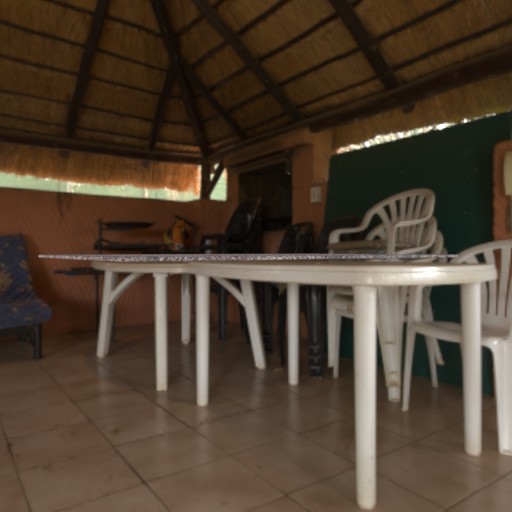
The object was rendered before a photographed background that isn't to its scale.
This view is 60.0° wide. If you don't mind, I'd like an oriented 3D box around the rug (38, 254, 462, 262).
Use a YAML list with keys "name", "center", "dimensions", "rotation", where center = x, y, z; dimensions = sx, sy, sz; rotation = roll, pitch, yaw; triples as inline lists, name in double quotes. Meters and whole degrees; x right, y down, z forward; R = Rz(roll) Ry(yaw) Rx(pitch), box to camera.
- name: "rug"
  center: [0.000, 0.000, 2.867]
  dimensions: [2.298, 0.017, 1.501]
  rotation: [0, 1, -36]
